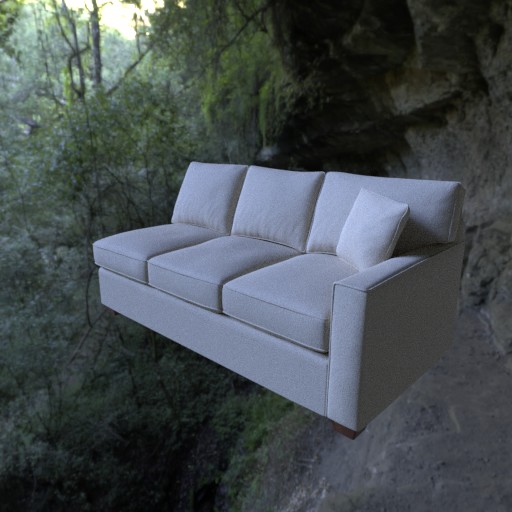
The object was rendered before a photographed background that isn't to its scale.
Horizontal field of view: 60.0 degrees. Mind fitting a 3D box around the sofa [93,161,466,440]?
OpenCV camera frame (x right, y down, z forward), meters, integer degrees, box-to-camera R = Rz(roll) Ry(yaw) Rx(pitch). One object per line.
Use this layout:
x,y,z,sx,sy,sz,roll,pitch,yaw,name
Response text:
0.000,0.000,2.544,1.963,0.946,1.034,14,21,41,sofa
